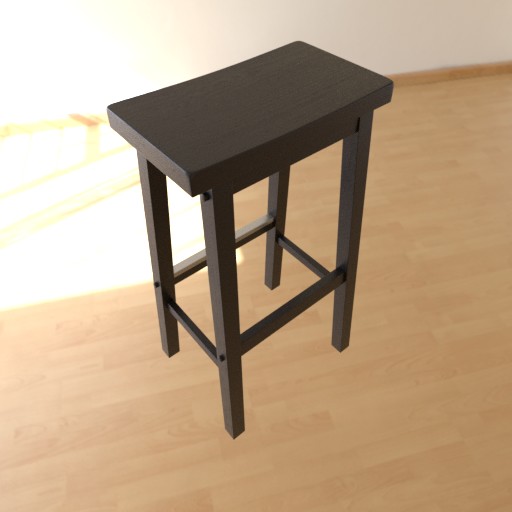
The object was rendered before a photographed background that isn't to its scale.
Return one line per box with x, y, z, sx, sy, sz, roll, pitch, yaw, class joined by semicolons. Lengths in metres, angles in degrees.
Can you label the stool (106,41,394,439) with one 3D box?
0.000;0.000;0.964;0.406;0.742;0.322;-31;54;-26;stool
